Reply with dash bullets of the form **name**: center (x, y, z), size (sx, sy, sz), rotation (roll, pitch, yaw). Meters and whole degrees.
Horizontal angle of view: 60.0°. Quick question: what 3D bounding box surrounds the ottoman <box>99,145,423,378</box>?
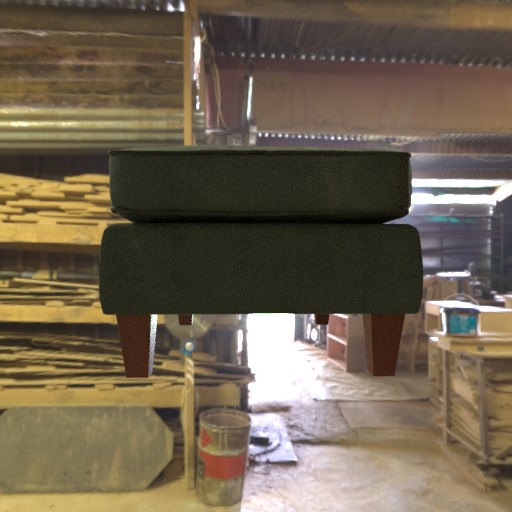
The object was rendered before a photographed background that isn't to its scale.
- **ottoman**: center (0.000, 0.000, 1.268), size (0.632, 0.495, 0.864), rotation (0, -1, -1)
